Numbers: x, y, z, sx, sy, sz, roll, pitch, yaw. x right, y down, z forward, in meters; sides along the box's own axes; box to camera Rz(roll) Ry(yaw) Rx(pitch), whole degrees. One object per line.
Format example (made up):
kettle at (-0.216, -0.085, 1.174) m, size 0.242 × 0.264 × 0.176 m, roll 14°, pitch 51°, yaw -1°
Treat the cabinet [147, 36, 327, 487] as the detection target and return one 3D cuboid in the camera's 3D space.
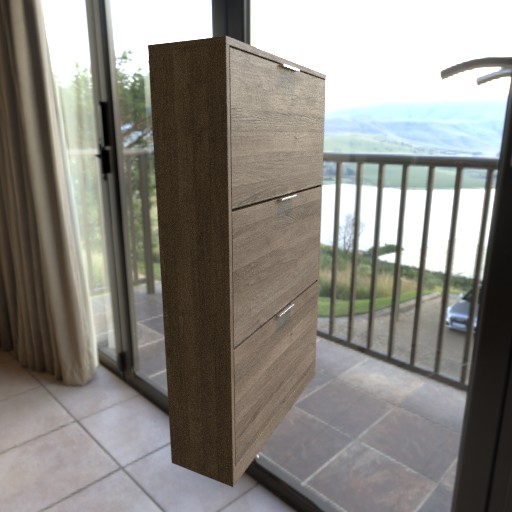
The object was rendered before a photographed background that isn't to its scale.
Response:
cabinet at (0.000, 0.000, 1.581) m, size 0.250 × 1.280 × 0.750 m, roll 7°, pitch 17°, yaw 26°
